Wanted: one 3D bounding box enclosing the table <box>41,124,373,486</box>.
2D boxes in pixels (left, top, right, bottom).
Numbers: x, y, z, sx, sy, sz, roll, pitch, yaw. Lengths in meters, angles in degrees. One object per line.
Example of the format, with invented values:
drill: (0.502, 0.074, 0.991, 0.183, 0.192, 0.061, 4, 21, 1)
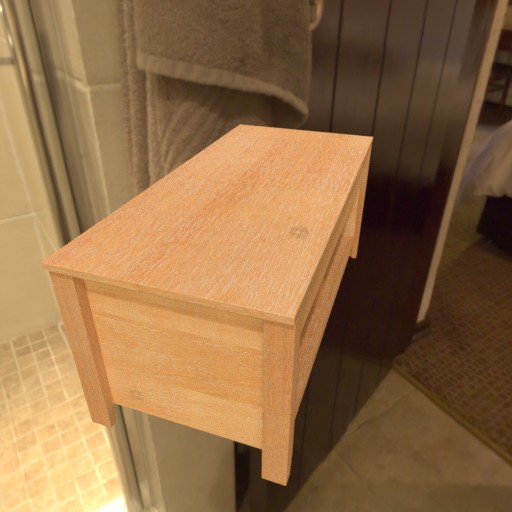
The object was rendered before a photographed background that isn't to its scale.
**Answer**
table: (0.000, 0.000, 1.275, 0.483, 0.457, 1.016, 10, 33, 16)
